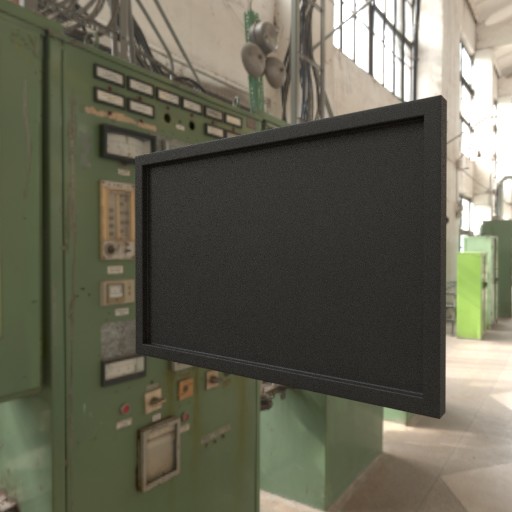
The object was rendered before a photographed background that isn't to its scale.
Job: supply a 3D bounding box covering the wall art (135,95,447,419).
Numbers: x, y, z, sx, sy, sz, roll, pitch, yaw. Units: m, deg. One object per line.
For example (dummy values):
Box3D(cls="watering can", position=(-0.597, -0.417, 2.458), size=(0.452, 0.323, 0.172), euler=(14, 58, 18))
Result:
Box3D(cls="wall art", position=(0.000, 0.000, 0.552), size=(0.443, 0.301, 0.021), euler=(0, 1, 37))
